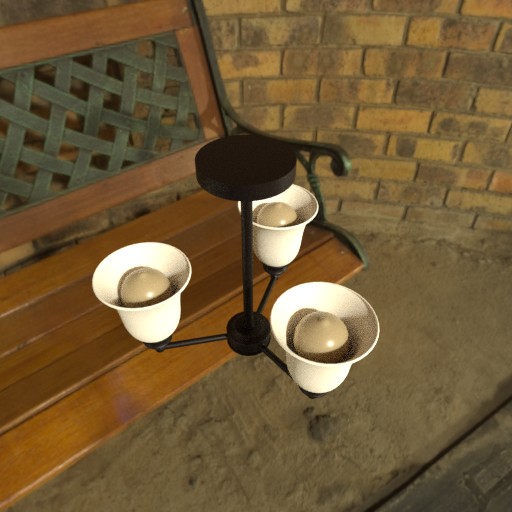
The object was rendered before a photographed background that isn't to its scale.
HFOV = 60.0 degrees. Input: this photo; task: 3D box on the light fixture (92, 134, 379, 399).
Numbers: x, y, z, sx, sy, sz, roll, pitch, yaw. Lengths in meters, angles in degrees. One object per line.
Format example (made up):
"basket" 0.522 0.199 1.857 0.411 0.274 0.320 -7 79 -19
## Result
"light fixture" 0.000 0.000 0.671 0.388 0.370 0.354 13 43 14
